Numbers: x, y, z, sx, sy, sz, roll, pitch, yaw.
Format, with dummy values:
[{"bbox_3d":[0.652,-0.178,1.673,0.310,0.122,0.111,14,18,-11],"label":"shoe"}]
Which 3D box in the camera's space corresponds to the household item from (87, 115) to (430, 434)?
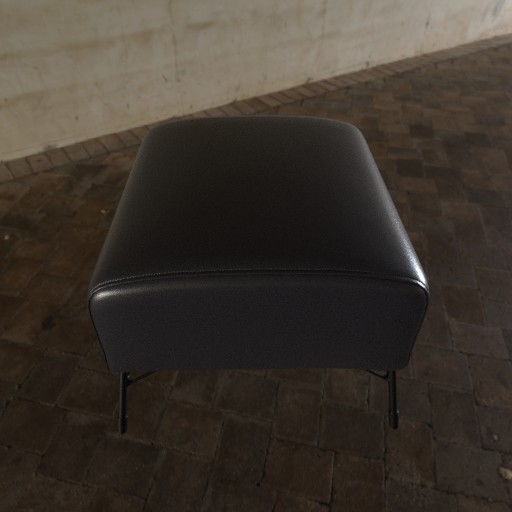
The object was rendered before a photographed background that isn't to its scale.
[{"bbox_3d":[0.000,0.000,0.893,0.530,0.410,0.530,-1,41,-1],"label":"household item"}]
